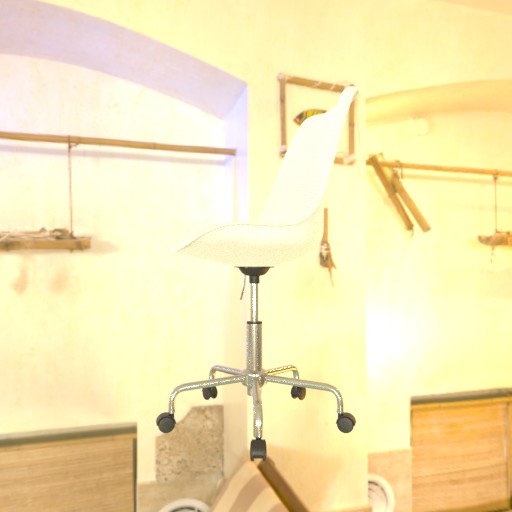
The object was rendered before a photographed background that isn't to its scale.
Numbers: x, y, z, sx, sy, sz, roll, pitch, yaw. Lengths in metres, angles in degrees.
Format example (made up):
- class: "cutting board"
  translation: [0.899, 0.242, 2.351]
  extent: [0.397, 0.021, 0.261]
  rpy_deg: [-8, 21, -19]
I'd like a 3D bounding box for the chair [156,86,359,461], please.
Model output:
- class: "chair"
  translation: [0.000, 0.000, 1.262]
  extent: [0.550, 0.930, 0.550]
  rpy_deg: [1, -2, -18]
